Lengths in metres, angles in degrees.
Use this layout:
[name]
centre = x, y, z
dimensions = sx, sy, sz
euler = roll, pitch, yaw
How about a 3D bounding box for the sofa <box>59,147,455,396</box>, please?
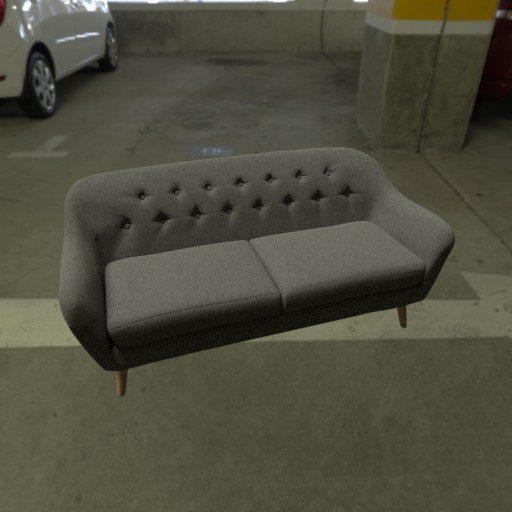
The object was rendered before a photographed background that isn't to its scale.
[sofa]
centre = 0.000, 0.000, 2.298
dimensions = 1.840, 0.820, 0.820
euler = -10, 33, -15
